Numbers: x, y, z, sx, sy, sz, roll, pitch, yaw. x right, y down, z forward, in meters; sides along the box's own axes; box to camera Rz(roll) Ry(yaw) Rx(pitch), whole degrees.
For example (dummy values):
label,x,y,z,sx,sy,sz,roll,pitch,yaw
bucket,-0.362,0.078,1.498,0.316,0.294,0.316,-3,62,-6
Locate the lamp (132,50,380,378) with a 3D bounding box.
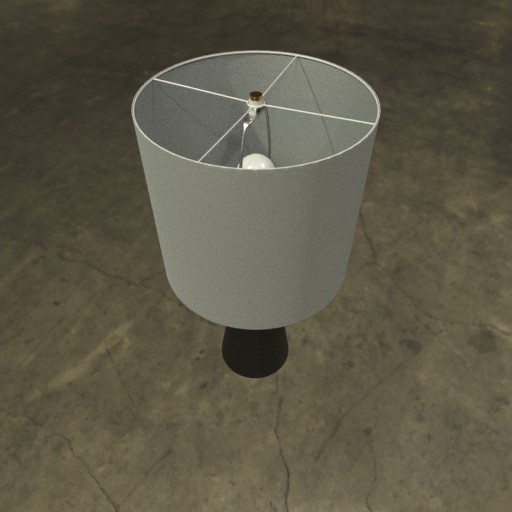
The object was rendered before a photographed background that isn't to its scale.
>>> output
label,x,y,z,sx,sy,sz,roll,pitch,yaw
lamp,0.000,0.000,0.762,0.308,0.580,0.308,17,48,16
